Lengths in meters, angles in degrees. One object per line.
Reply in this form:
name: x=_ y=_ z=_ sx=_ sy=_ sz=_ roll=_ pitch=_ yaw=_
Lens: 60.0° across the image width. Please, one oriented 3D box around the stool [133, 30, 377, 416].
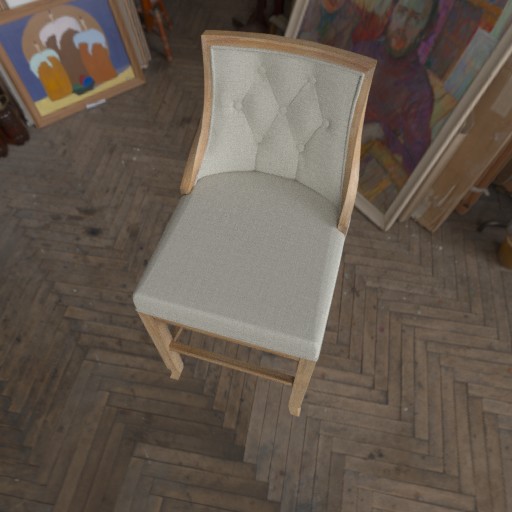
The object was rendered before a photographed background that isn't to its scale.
stool: x=0.000 y=0.000 z=1.408 sx=0.524 sy=1.101 sz=0.626 roll=14 pitch=59 yaw=9
